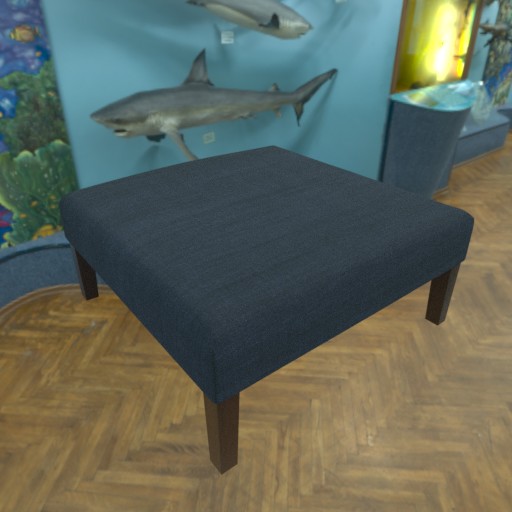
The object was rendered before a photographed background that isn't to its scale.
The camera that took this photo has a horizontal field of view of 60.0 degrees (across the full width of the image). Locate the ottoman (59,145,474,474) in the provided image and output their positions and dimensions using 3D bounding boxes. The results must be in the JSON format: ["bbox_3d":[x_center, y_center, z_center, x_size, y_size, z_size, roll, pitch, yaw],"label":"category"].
[{"bbox_3d":[0.000,0.000,1.389,0.890,0.411,0.889,-21,36,-32],"label":"ottoman"}]
